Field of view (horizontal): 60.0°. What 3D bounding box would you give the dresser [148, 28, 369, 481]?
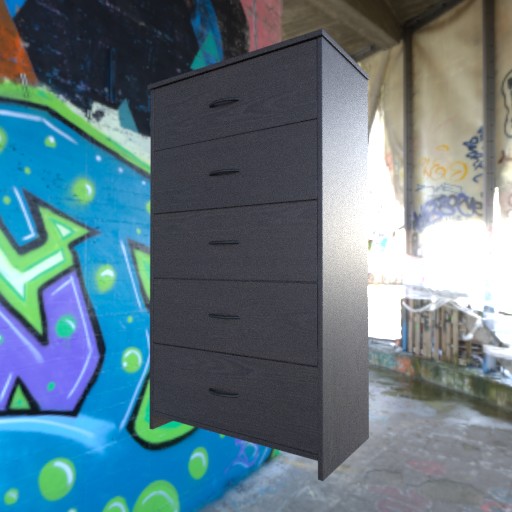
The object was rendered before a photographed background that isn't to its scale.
[{"bbox_3d":[0.000,0.000,1.576,0.704,1.254,0.418,-1,-1,34],"label":"dresser"}]
